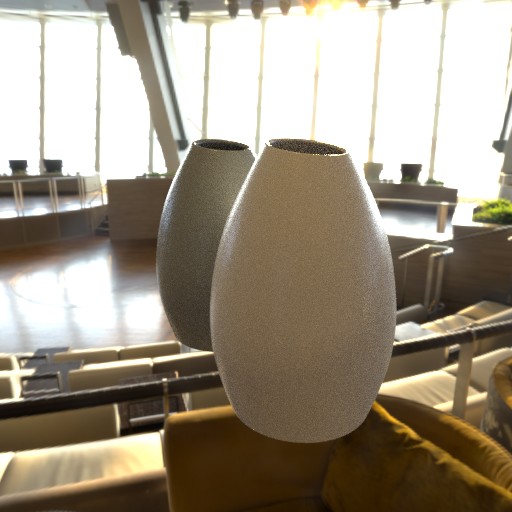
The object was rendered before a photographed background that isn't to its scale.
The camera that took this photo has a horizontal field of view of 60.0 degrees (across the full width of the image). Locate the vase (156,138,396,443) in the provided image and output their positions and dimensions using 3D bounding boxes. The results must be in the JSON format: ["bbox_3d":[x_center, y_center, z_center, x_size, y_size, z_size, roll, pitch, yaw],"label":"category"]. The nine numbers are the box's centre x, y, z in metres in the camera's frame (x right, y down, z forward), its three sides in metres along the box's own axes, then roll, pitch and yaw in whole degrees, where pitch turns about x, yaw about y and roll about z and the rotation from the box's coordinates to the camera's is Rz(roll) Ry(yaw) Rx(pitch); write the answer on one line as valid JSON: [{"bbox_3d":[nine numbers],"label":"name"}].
[{"bbox_3d":[0.000,0.000,0.256,0.089,0.131,0.187,-7,16,-26],"label":"vase"}]
